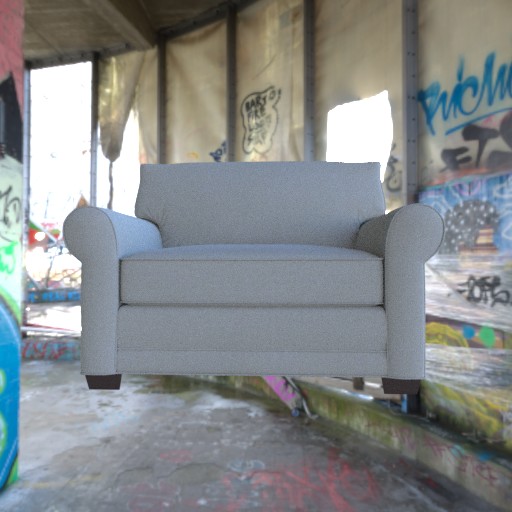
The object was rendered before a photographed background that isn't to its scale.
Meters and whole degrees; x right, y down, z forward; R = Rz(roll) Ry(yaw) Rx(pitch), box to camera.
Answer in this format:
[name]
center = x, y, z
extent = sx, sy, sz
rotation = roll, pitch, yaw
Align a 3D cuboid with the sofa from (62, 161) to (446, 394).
[sofa]
center = 0.000, 0.000, 2.055
extent = 1.405, 1.006, 0.937
rotation = 0, -1, 3
